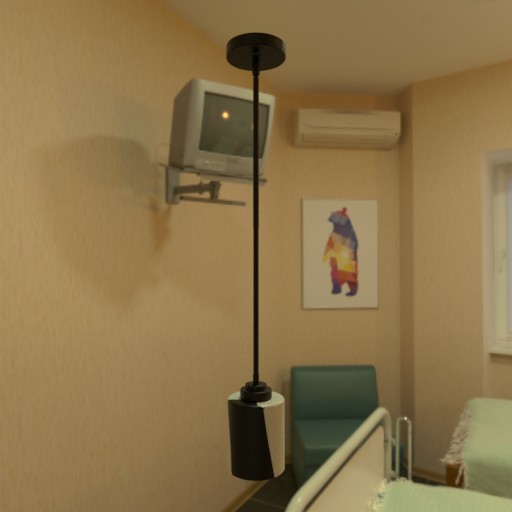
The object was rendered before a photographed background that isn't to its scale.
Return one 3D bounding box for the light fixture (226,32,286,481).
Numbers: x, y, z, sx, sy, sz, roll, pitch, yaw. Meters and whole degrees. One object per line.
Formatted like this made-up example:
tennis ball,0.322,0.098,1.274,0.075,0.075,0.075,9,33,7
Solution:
light fixture,0.000,0.000,0.913,0.123,0.863,0.123,0,-1,0
